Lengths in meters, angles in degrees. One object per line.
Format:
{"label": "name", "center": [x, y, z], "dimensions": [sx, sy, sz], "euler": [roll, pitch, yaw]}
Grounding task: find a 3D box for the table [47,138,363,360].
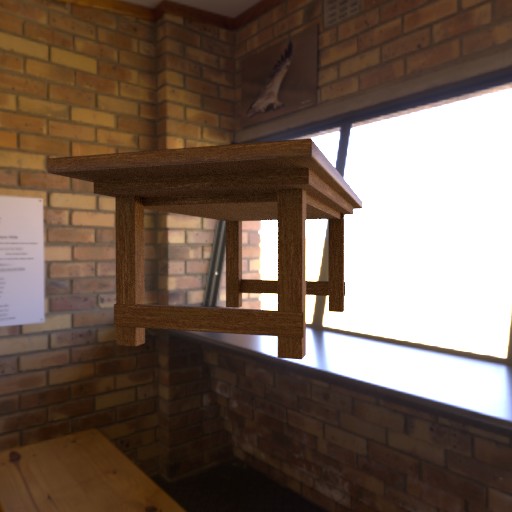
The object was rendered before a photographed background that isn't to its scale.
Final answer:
{"label": "table", "center": [0.000, 0.000, 2.450], "dimensions": [1.000, 0.762, 1.982], "euler": [0, 1, 18]}
